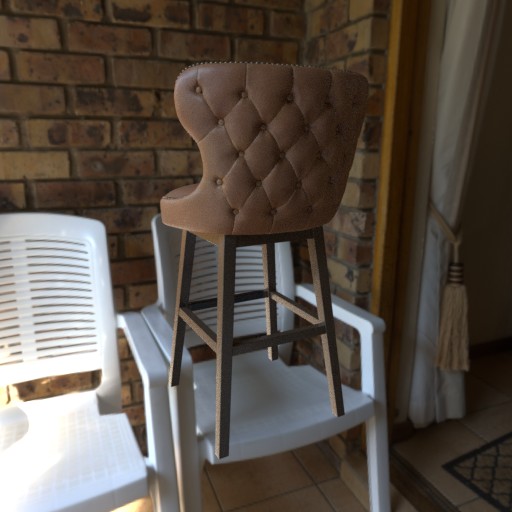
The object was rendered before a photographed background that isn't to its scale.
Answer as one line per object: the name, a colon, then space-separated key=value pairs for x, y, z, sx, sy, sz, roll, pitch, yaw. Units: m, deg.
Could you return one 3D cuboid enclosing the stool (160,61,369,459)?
stool: x=0.000 y=0.000 z=1.448 sx=0.591 sy=1.087 sz=0.606 roll=-8 pitch=16 yaw=-27
